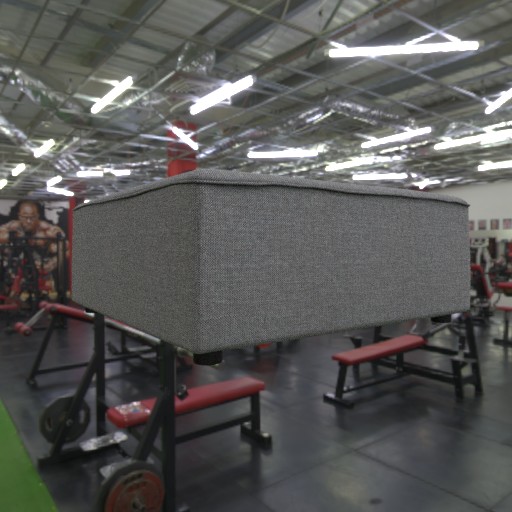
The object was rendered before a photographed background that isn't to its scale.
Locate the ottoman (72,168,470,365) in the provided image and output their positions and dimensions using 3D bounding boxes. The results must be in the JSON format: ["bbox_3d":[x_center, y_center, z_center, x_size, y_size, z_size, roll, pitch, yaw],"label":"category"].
[{"bbox_3d":[0.000,0.000,1.542,1.017,0.423,1.023,-1,2,-35],"label":"ottoman"}]
